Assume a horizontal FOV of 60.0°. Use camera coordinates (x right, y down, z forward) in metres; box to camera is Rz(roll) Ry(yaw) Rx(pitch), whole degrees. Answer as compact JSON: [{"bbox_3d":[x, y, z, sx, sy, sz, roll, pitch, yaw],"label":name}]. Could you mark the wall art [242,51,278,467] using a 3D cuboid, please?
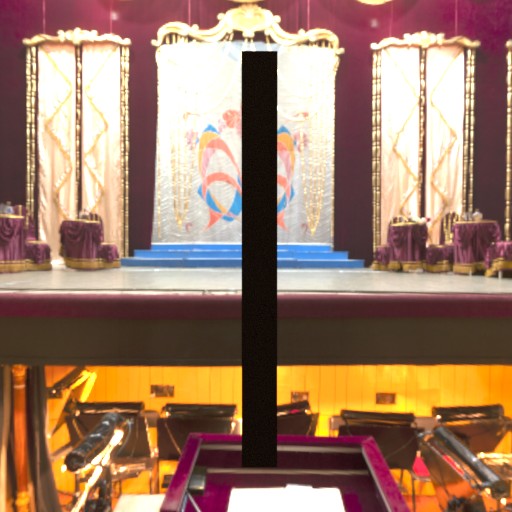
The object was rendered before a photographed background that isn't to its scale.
[{"bbox_3d":[0.000,0.000,0.544,0.028,0.325,0.397,0,1,-1],"label":"wall art"}]
